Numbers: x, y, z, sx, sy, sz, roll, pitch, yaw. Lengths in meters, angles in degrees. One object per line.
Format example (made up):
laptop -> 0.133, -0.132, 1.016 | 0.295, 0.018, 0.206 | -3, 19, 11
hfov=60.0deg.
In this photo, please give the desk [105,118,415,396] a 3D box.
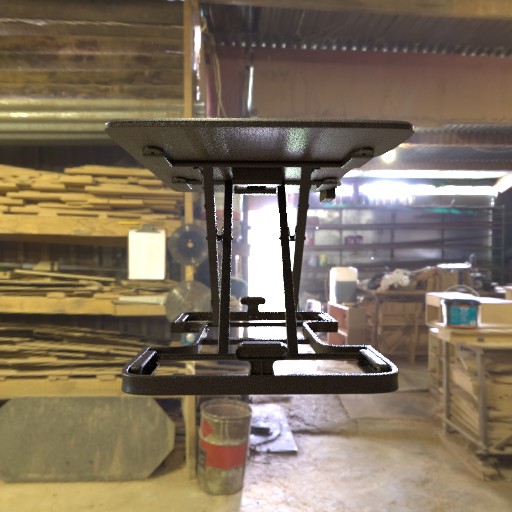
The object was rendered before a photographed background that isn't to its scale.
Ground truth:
desk -> 0.000, 0.000, 1.148 | 0.546, 0.470, 0.820 | 0, 1, -1
